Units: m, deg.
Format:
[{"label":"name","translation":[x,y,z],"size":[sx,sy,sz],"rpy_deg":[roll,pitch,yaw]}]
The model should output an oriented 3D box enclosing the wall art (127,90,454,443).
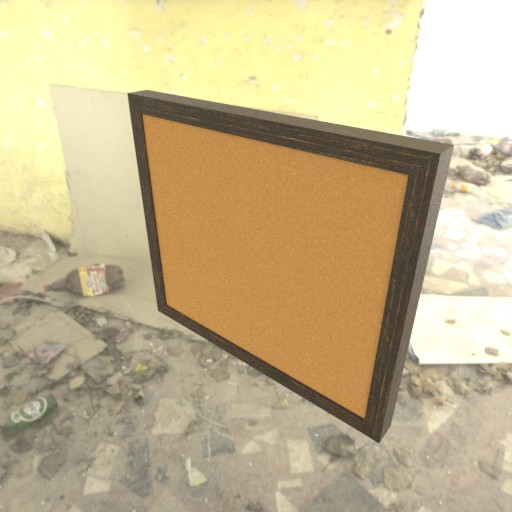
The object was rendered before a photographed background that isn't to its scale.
[{"label":"wall art","translation":[0.000,0.000,0.527],"size":[0.381,0.330,0.031],"rpy_deg":[23,37,33]}]
